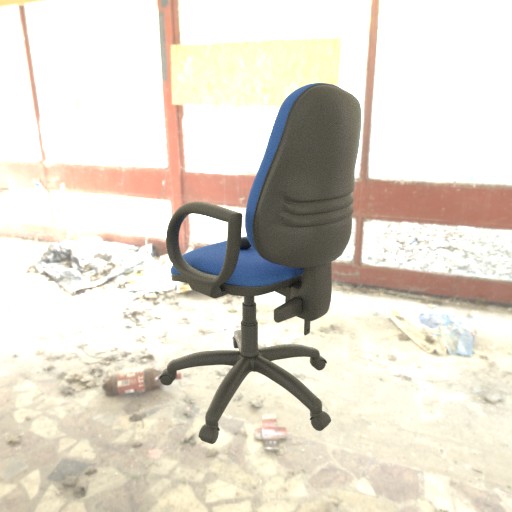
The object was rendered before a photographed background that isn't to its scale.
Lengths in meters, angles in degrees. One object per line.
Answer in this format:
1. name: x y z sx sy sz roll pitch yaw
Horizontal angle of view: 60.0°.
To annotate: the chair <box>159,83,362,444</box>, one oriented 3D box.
1. chair: 0.000 0.000 1.273 0.549 0.905 0.552 16 23 41
